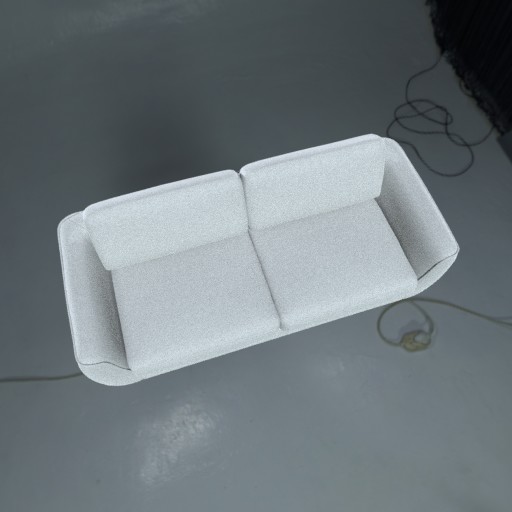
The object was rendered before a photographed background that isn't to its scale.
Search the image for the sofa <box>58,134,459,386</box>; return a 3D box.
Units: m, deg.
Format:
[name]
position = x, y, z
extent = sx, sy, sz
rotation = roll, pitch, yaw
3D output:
[sofa]
position = 0.000, 0.000, 2.496
extent = 2.000, 0.850, 0.920
rotation = -16, 64, -8
